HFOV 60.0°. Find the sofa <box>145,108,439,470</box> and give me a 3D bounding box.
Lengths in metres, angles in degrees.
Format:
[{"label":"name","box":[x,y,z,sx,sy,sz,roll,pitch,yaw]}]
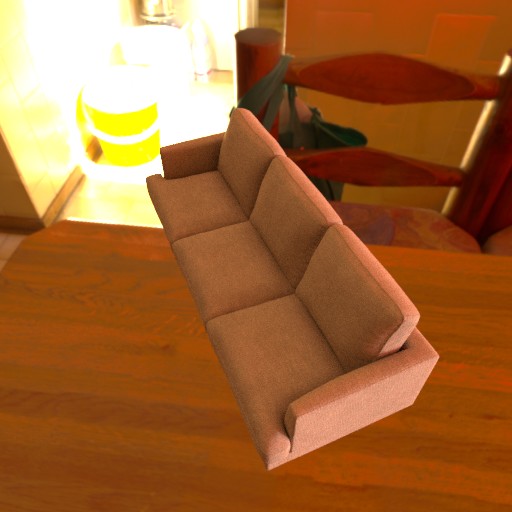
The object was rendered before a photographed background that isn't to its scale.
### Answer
[{"label":"sofa","box":[0.000,0.000,2.762,0.903,0.930,2.246,-17,49,-16]}]
